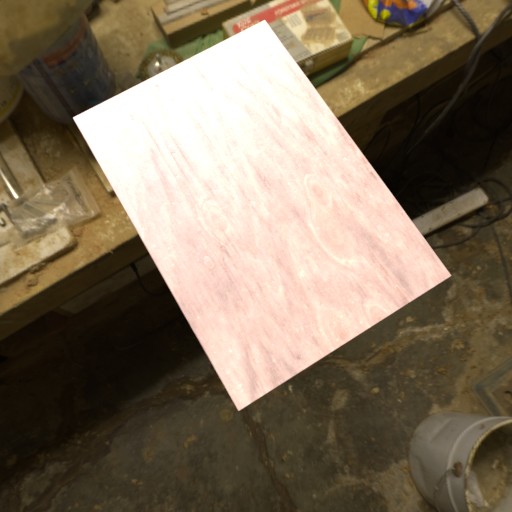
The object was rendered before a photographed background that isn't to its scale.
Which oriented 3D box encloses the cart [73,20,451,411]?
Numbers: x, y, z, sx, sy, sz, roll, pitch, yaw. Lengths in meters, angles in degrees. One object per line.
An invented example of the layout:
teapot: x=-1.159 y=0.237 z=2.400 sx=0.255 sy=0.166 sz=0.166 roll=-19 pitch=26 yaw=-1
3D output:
cart: x=0.000 y=0.000 z=1.152 sx=0.403 sy=0.839 sz=0.584 roll=-30 pitch=78 yaw=-7
